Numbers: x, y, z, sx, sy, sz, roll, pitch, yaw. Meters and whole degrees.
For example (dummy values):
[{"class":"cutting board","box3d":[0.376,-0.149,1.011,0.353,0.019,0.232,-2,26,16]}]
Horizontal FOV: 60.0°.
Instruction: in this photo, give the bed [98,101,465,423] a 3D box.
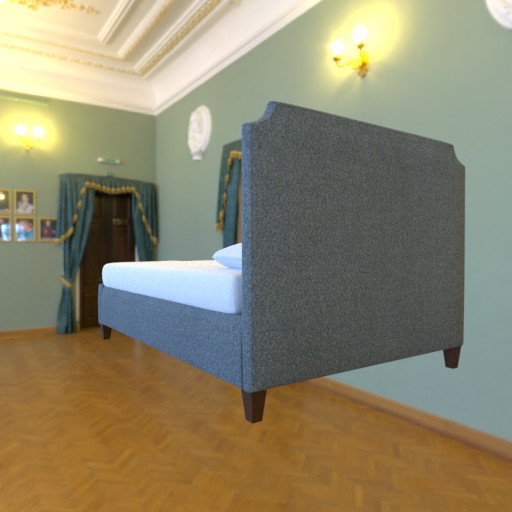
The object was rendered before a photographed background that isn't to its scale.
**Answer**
[{"class":"bed","box3d":[0.000,0.000,3.335,1.712,1.443,2.372,-1,1,-35]}]
